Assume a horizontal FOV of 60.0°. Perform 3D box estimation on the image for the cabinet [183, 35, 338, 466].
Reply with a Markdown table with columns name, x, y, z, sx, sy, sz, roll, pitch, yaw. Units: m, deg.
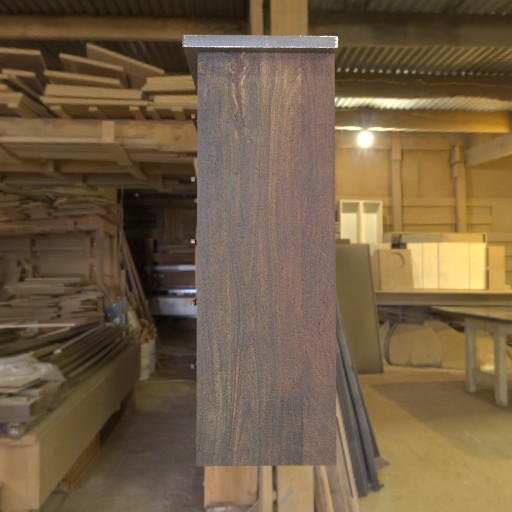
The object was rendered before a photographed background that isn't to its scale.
| name | x | y | z | sx | sy | sz | roll | pitch | yaw |
| --- | --- | --- | --- | --- | --- | --- | --- | --- | --- |
| cabinet | 0.000 | 0.000 | 1.419 | 0.338 | 0.919 | 0.968 | 0 | -2 | -1 |
